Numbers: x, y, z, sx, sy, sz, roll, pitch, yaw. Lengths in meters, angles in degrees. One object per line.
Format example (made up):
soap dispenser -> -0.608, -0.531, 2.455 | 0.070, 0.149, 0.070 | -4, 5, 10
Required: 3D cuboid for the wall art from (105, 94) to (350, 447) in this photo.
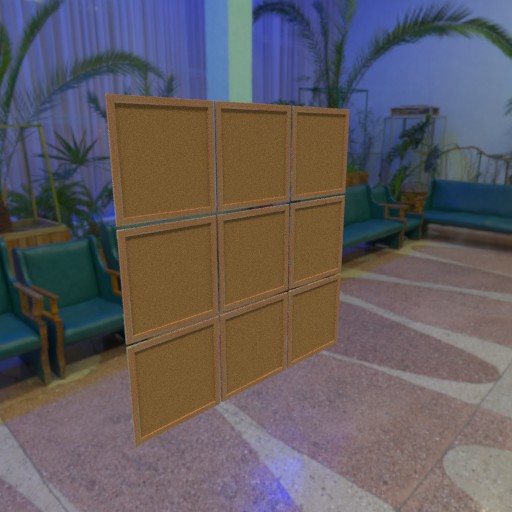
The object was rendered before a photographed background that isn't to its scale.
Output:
wall art -> 0.000, 0.000, 2.329 | 1.521, 1.519, 0.013 | -14, 21, -42
